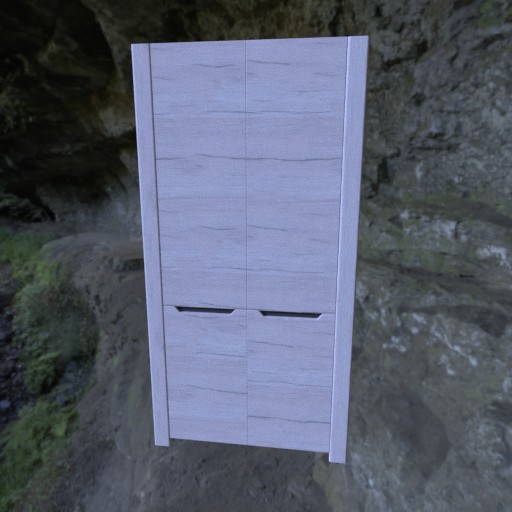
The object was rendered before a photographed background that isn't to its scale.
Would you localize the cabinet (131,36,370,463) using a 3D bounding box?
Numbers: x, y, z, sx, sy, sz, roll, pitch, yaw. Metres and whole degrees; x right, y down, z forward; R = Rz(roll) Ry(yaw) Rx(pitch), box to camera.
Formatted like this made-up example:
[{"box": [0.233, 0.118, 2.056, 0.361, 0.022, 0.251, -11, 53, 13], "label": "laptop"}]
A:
[{"box": [0.000, 0.000, 2.293, 0.980, 1.930, 0.580, 2, 13, 8], "label": "cabinet"}]
